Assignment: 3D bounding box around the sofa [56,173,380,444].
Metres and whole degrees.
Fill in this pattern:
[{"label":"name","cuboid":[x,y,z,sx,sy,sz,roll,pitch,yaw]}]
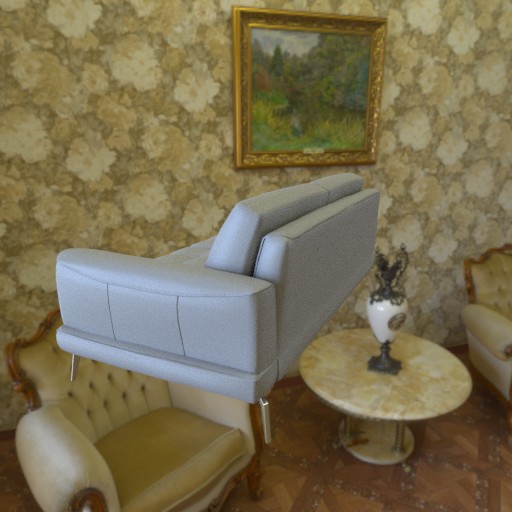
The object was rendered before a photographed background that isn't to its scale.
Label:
[{"label":"sofa","cuboid":[0.000,0.000,2.722,1.121,0.930,2.177,7,17,25]}]
